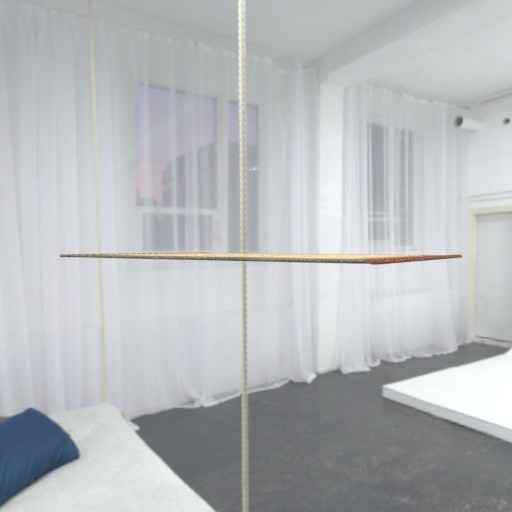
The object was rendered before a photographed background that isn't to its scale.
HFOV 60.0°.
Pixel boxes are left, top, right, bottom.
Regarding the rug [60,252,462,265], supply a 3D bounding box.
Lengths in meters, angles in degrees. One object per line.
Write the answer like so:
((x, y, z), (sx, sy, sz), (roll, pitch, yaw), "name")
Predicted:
((0.000, 0.000, 2.388), (1.838, 0.019, 1.220), (1, 1, 36), "rug")
